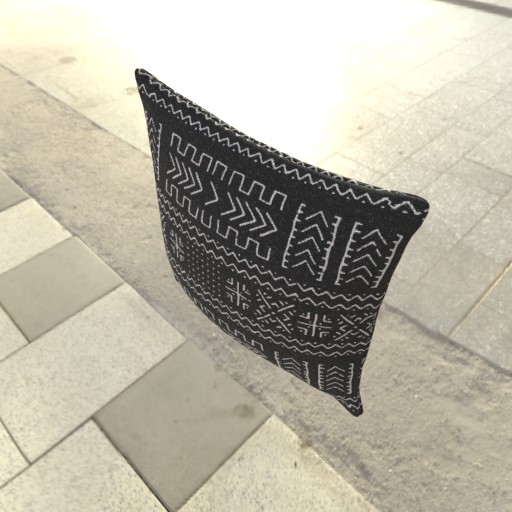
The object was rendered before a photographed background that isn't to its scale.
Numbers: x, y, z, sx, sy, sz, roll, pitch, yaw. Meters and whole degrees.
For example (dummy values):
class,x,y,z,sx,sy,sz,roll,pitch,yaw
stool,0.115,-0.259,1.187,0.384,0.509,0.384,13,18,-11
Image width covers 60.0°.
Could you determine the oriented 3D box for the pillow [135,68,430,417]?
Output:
class,x,y,z,sx,sy,sz,roll,pitch,yaw
pillow,0.000,0.000,0.645,0.438,0.430,0.164,33,54,28
